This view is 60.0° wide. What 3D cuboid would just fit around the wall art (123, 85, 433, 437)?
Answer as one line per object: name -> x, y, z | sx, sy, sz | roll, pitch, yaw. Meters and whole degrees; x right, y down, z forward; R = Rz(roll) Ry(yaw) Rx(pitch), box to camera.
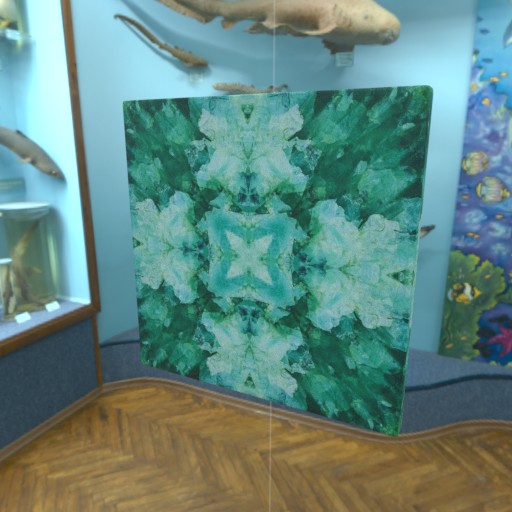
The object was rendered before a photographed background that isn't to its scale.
wall art -> 0.000, 0.000, 0.741 | 0.507, 0.508, 0.038 | 7, 16, 26
